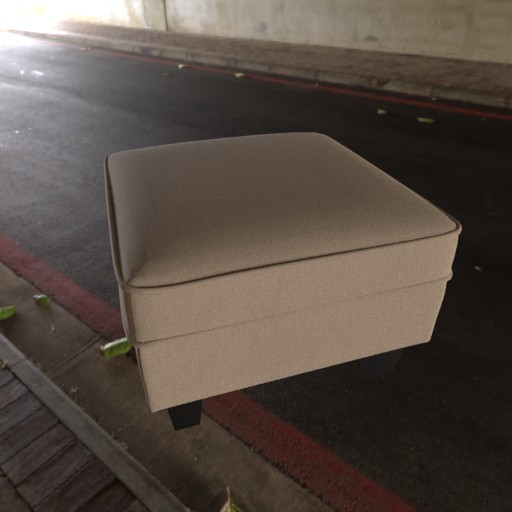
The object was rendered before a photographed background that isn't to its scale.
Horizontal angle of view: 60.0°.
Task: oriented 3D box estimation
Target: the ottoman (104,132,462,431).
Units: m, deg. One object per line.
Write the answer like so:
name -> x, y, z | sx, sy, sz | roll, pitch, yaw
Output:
ottoman -> 0.000, 0.000, 1.032 | 0.613, 0.438, 0.616 | -10, 34, -15
